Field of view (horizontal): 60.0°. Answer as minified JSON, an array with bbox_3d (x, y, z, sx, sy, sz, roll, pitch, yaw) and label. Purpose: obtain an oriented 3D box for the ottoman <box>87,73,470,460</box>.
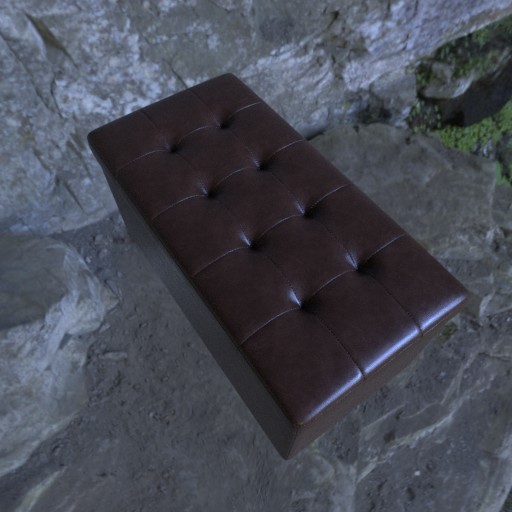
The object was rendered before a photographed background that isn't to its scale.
[{"bbox_3d":[0.000,0.000,1.125,0.432,0.470,0.838,-31,63,-18],"label":"ottoman"}]
